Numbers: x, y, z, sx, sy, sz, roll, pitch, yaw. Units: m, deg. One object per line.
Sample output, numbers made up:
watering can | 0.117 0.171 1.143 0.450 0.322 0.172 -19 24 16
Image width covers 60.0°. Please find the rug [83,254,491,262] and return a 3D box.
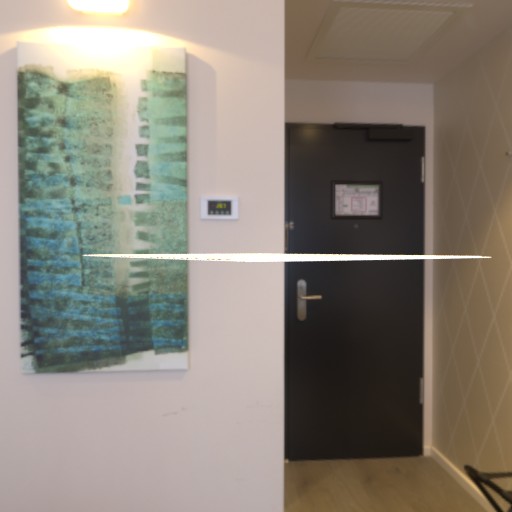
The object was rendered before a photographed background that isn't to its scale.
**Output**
rug | 0.000 0.000 2.034 1.146 0.006 1.556 -1 1 -35
